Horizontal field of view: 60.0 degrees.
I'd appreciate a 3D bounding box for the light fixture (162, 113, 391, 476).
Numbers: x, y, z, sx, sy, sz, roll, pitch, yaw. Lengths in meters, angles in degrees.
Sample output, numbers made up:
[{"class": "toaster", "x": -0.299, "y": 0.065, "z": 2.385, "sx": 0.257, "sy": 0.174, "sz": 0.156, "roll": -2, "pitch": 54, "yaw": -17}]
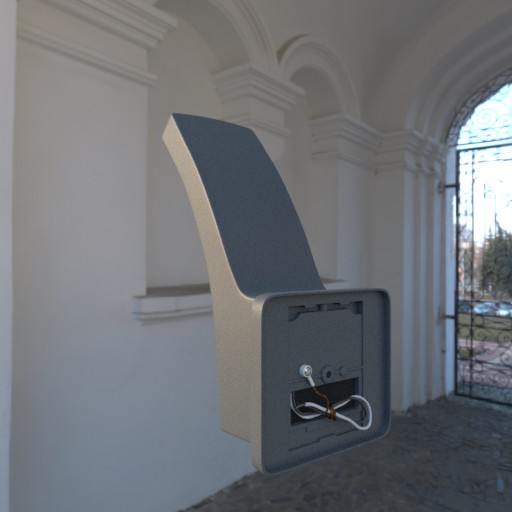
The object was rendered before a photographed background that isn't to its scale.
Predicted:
[{"class": "light fixture", "x": 0.000, "y": 0.000, "z": 0.337, "sx": 0.108, "sy": 0.243, "sz": 0.174, "roll": 0, "pitch": -1, "yaw": -35}]
